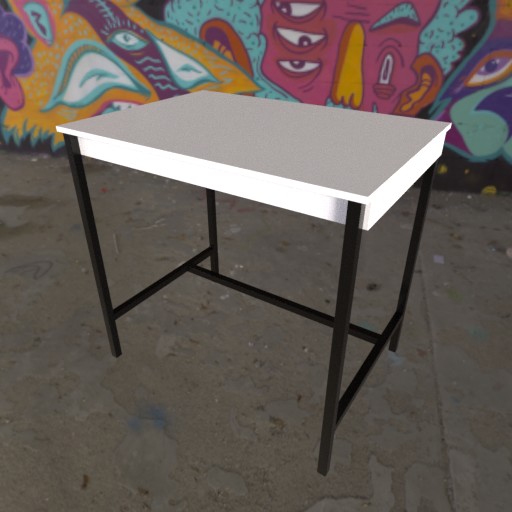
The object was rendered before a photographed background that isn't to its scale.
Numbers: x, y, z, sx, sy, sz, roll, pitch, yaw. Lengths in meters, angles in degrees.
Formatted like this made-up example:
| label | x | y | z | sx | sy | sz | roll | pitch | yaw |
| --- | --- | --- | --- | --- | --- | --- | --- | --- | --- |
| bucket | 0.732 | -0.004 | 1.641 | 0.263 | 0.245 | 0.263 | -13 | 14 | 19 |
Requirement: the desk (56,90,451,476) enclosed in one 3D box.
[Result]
| label | x | y | z | sx | sy | sz | roll | pitch | yaw |
| --- | --- | --- | --- | --- | --- | --- | --- | --- | --- |
| desk | 0.000 | 0.000 | 1.306 | 0.811 | 0.766 | 0.573 | 19 | 35 | 28 |
